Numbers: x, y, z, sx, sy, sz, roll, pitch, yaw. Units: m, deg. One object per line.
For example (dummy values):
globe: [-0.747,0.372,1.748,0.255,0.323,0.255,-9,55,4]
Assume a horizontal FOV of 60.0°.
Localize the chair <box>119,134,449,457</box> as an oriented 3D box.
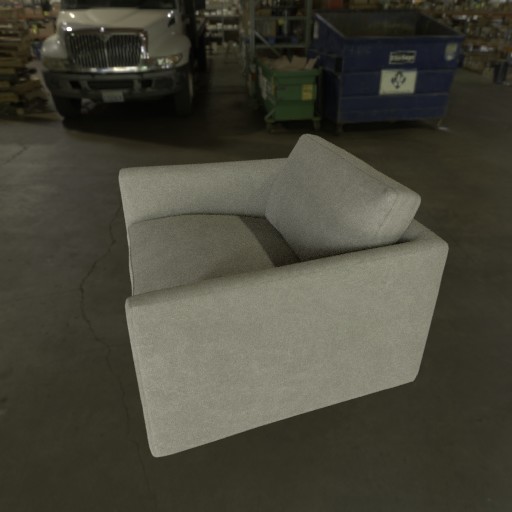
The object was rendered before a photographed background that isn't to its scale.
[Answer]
chair: [0.000,0.000,1.896,1.091,0.845,1.190,-8,30,-14]
